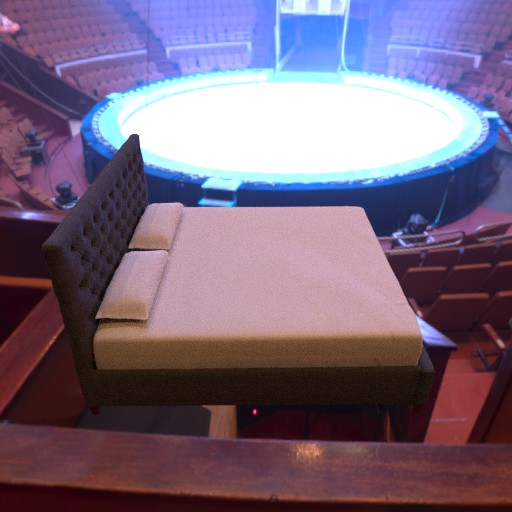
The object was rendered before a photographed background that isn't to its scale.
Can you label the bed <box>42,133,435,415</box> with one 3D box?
[{"bbox_3d":[0.000,0.000,3.637,2.387,1.427,2.078,0,32,0],"label":"bed"}]
